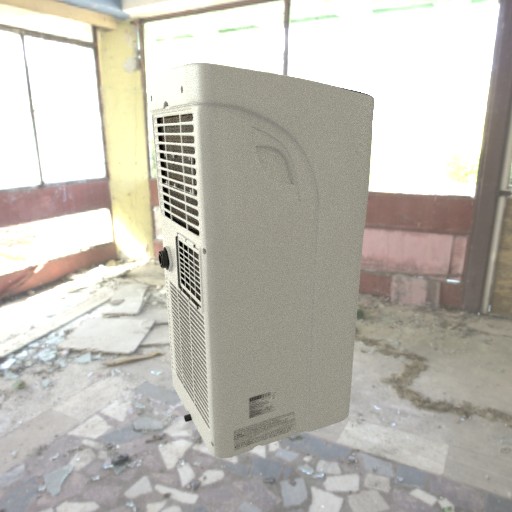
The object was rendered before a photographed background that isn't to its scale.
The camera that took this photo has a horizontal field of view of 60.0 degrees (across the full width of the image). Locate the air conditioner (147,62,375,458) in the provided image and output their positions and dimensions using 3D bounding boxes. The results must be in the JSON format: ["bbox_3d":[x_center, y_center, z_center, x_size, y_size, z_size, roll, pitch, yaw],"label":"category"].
[{"bbox_3d":[0.000,0.000,0.940,0.369,0.716,0.352,-7,17,-25],"label":"air conditioner"}]
